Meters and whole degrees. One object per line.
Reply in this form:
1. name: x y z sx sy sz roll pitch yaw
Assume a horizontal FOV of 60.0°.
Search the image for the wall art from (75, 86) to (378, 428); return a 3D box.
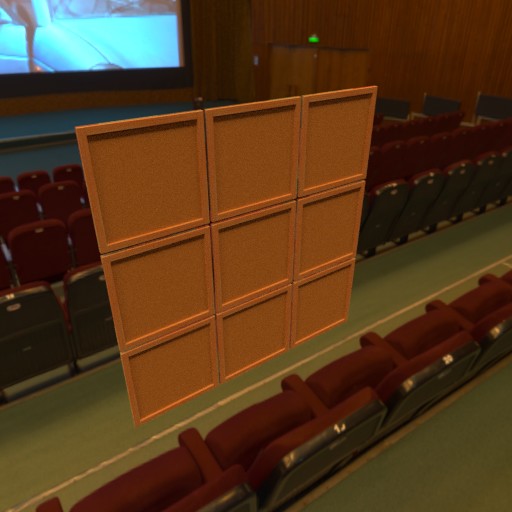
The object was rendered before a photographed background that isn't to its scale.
1. wall art: 0.000 0.000 1.367 0.911 0.910 0.012 -19 35 -30
